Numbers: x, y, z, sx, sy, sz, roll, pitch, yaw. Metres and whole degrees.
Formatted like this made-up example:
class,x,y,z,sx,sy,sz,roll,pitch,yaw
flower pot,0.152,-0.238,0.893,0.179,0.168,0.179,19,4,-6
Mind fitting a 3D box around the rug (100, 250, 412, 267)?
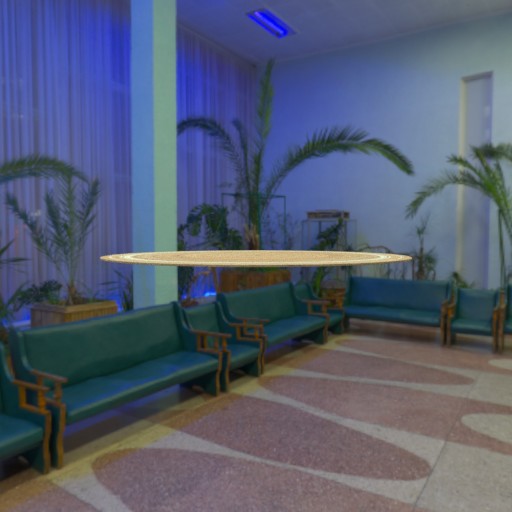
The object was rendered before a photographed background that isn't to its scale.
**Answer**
class,x,y,z,sx,sy,sz,roll,pitch,yaw
rug,0.000,0.000,3.682,2.444,0.015,2.444,0,3,0
